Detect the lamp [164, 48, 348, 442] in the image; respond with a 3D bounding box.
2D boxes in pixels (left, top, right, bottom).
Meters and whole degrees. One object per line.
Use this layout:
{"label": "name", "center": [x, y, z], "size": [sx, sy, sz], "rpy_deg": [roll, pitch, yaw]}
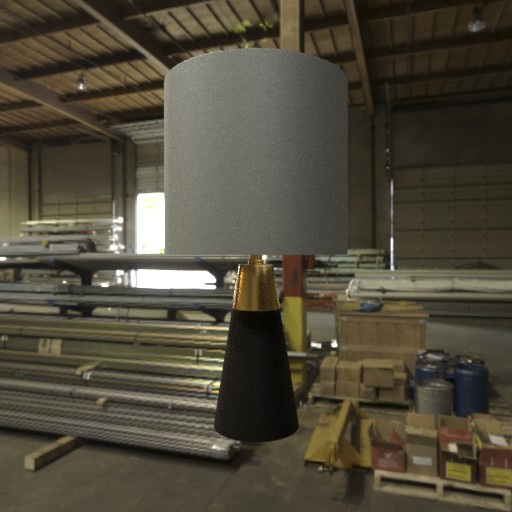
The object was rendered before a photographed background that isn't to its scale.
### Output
{"label": "lamp", "center": [0.000, 0.000, 0.760], "size": [0.308, 0.580, 0.308], "rpy_deg": [0, 0, 18]}
